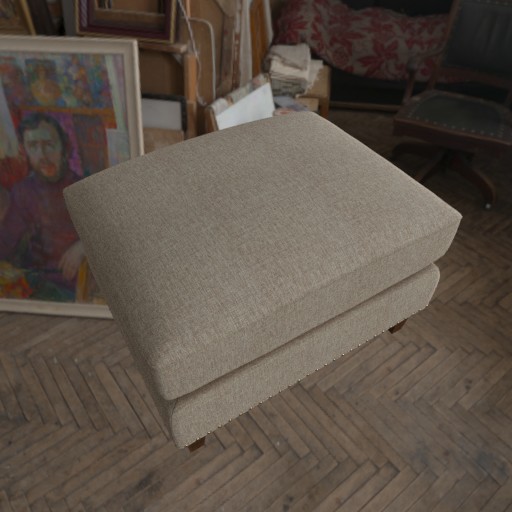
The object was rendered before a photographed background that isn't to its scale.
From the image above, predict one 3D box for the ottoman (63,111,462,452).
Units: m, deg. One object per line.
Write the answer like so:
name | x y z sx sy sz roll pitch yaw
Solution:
ottoman | 0.000 0.000 1.130 0.741 0.513 0.584 -24 50 -21
